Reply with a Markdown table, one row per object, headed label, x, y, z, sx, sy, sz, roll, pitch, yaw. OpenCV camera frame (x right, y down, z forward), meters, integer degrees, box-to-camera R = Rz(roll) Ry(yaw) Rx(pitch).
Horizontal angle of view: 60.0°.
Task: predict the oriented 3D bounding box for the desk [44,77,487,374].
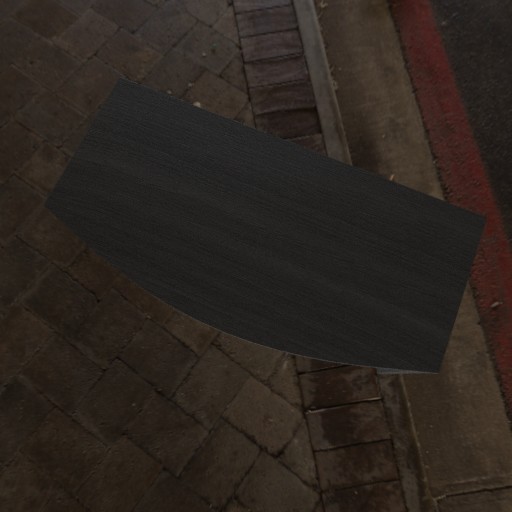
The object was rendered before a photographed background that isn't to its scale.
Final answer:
| label | x | y | z | sx | sy | sz | roll | pitch | yaw |
| --- | --- | --- | --- | --- | --- | --- | --- | --- | --- |
| desk | 0.000 | 0.000 | 2.058 | 1.600 | 0.750 | 0.802 | 23 | 76 | 6 |
